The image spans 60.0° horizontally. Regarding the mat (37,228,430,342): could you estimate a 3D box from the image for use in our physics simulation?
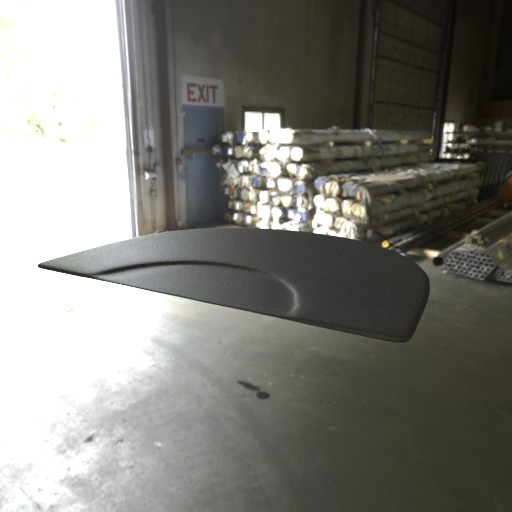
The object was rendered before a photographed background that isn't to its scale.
[{"bbox_3d":[0.000,0.000,1.601,1.220,0.016,0.917,8,17,27],"label":"mat"}]
